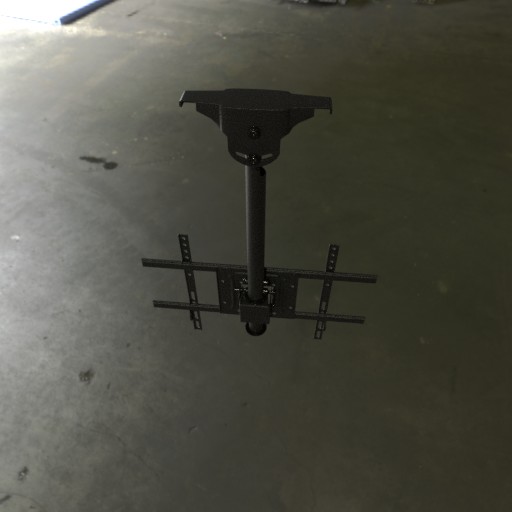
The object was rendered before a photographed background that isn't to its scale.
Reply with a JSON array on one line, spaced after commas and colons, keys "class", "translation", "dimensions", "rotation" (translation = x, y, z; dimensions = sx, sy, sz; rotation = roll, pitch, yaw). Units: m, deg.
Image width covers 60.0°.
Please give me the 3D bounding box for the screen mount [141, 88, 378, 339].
[{"class": "screen mount", "translation": [0.000, 0.000, 1.029], "dimensions": [0.595, 0.775, 0.090], "rotation": [4, 46, 4]}]
